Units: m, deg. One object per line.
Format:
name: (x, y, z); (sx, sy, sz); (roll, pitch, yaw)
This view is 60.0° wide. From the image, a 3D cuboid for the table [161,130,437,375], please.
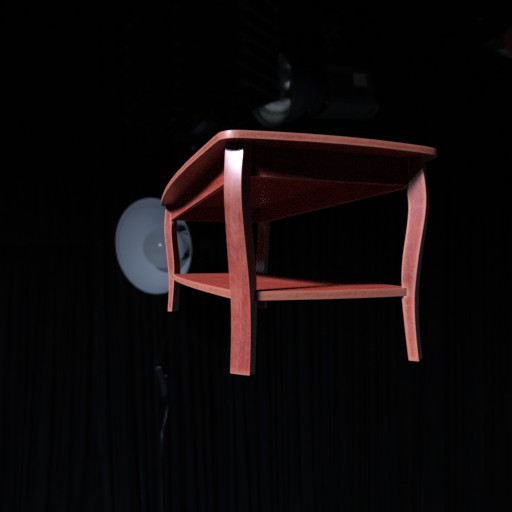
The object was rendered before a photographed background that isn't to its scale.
table: (0.000, 0.000, 1.471); (0.561, 0.473, 1.216); (0, 0, -18)
